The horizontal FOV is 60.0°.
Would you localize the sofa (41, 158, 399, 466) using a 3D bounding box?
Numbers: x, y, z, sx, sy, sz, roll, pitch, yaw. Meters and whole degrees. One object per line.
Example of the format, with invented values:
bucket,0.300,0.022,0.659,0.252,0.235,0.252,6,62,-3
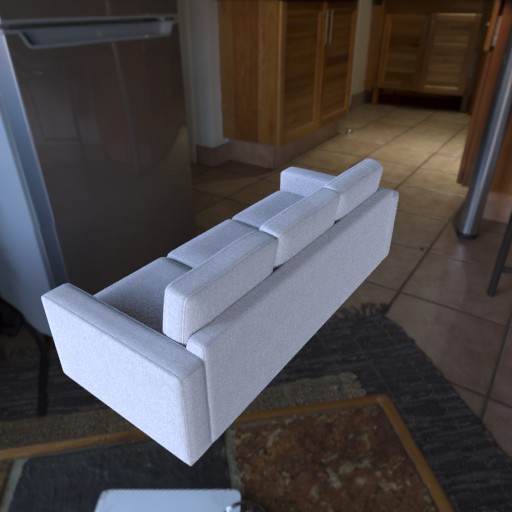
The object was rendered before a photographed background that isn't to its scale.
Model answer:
sofa,0.000,0.000,2.580,0.900,0.800,2.120,21,37,30
